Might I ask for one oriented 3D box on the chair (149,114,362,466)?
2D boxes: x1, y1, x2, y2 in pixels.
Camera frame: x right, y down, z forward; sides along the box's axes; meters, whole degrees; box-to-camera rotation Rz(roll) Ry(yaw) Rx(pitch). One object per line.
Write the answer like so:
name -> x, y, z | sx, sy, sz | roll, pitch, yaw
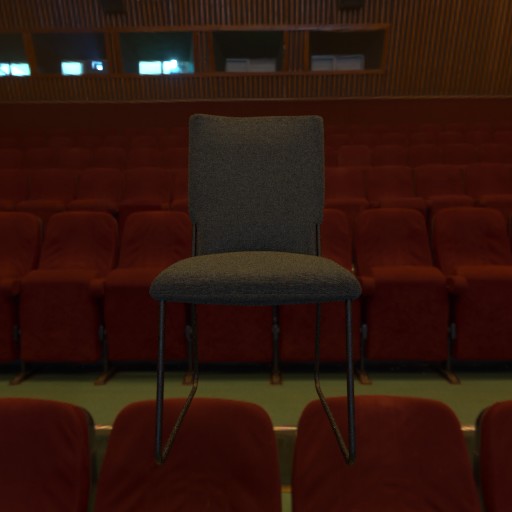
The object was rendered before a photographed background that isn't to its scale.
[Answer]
chair -> 0.000, 0.000, 1.262 | 0.480, 0.931, 0.635 | 0, 3, 0
